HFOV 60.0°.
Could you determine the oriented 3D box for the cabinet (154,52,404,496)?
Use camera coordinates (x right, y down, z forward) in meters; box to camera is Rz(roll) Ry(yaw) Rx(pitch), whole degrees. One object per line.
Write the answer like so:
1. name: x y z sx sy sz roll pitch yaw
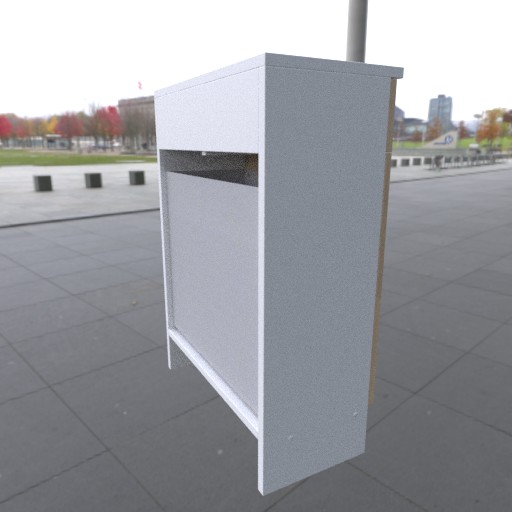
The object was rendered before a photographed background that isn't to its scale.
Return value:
1. cabinet: 0.000 0.000 1.101 0.296 0.815 0.600 -8 16 -28
